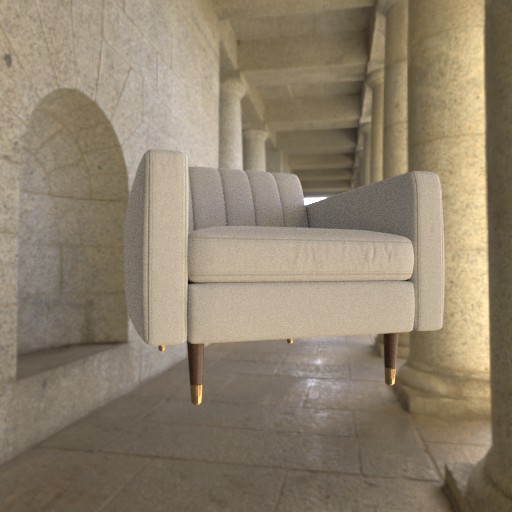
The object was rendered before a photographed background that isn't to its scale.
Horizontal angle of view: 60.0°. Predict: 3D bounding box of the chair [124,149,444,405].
[{"bbox_3d":[0.000,0.000,1.683,0.953,0.819,0.998,0,-2,-19],"label":"chair"}]
